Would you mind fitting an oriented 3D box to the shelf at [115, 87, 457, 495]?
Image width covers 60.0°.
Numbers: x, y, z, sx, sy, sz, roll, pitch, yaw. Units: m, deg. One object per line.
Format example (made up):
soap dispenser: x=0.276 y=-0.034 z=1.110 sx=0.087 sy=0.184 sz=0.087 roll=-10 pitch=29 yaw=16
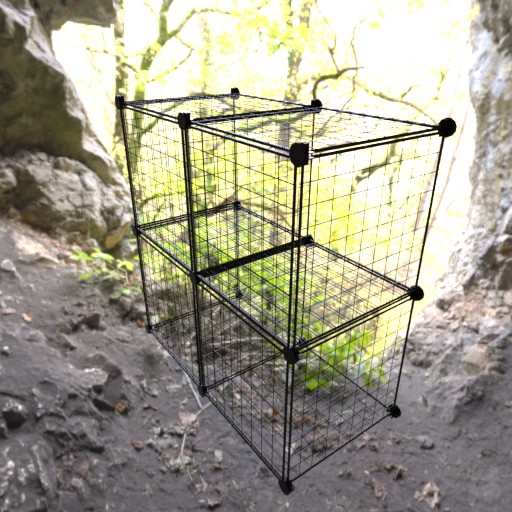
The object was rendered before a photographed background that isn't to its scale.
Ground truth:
shelf: x=0.000 y=0.000 z=1.093 sx=0.356 sy=0.711 sz=0.711 roll=-18 pitch=31 yaw=-32
